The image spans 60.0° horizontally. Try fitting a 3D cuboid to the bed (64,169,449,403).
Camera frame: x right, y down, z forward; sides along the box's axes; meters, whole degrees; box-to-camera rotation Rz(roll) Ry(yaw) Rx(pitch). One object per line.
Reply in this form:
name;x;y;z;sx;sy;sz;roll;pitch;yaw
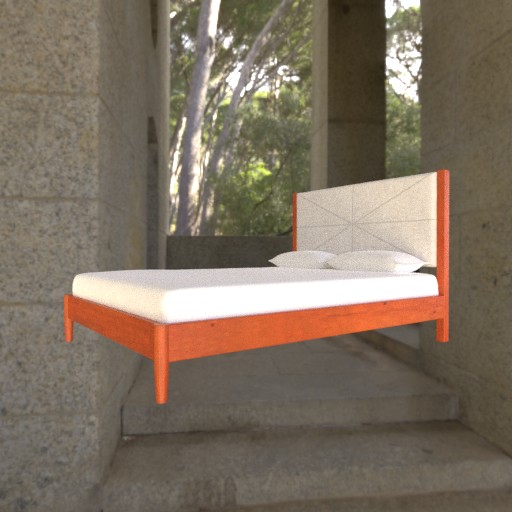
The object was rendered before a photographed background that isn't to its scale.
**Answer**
bed;0.000;0.000;3.013;2.117;1.165;1.566;0;1;-36
